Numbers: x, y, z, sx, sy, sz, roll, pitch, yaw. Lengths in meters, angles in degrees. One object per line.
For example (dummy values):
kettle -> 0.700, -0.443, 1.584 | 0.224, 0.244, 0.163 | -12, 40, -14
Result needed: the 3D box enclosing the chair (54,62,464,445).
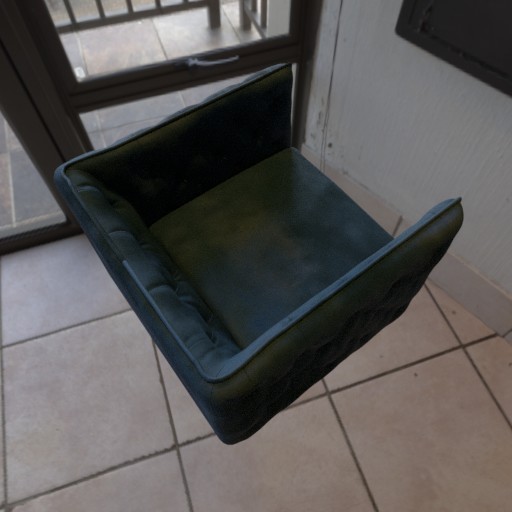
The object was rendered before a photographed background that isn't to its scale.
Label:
chair -> 0.000, 0.000, 1.542 | 0.877, 0.771, 0.868 | -33, 64, -18
